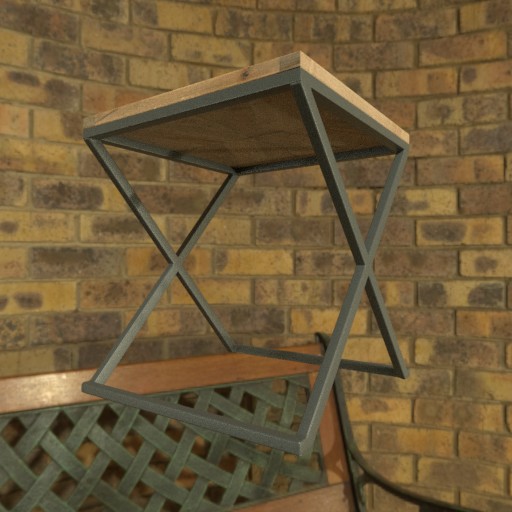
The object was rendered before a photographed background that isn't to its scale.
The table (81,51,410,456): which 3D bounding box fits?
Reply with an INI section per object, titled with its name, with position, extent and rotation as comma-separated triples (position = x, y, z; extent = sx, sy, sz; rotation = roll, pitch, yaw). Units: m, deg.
[table]
position = 0.000, 0.000, 0.939
extent = 0.499, 0.550, 0.498
rotation = 0, -1, 35
